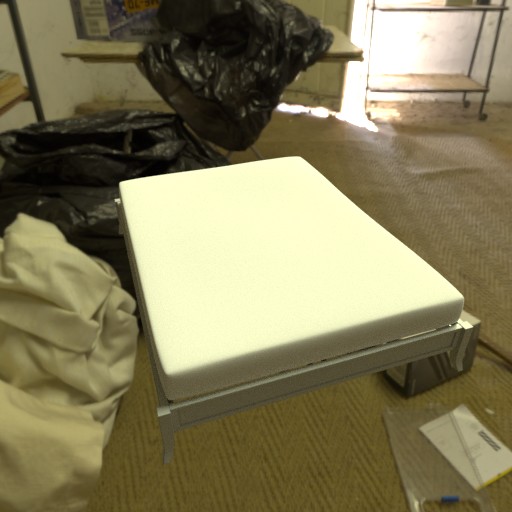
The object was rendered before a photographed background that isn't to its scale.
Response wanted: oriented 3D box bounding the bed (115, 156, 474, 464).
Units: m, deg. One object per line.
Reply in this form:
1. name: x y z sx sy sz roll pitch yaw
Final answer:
1. bed: 0.000 0.000 2.838 1.604 0.510 2.108 -11 35 -16
